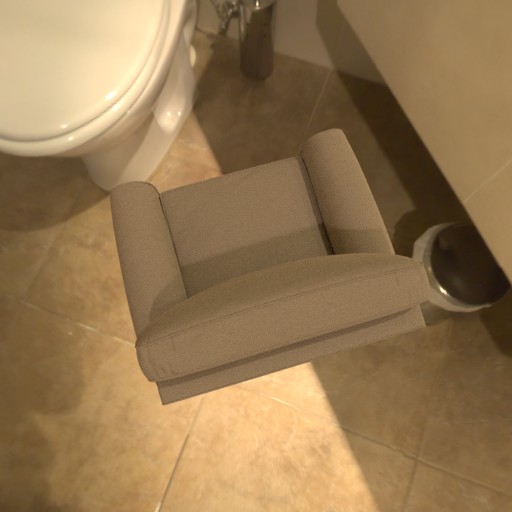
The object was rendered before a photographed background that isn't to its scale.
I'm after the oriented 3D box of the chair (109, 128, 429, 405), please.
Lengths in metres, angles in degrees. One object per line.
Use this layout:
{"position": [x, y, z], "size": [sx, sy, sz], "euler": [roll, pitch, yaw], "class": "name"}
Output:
{"position": [0.000, 0.000, 1.931], "size": [1.135, 1.017, 0.988], "euler": [-16, 75, -4], "class": "chair"}
